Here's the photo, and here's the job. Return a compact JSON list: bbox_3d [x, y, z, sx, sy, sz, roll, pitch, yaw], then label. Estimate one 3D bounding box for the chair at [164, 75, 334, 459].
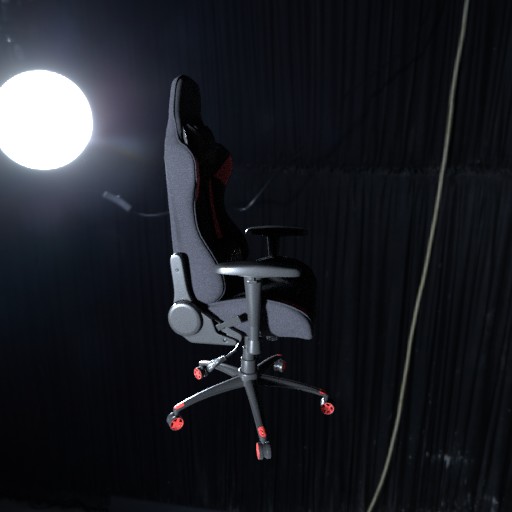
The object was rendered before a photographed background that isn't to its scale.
[{"bbox_3d":[0.000,0.000,1.735,0.658,1.326,0.695,2,15,8],"label":"chair"}]
